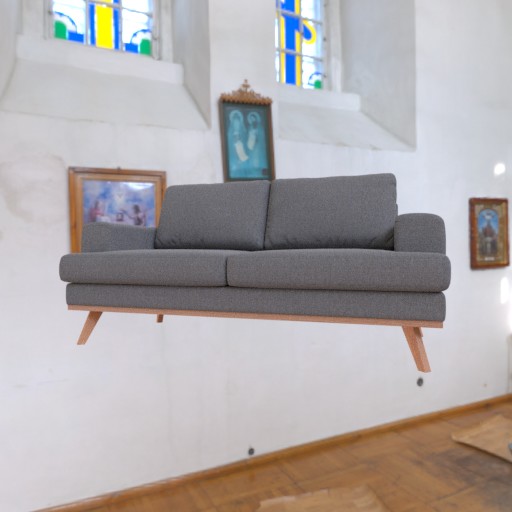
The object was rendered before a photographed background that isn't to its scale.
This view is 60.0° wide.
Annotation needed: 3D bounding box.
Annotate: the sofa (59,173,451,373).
[{"bbox_3d":[0.000,0.000,2.113,1.650,0.810,0.785,0,0,19],"label":"sofa"}]
